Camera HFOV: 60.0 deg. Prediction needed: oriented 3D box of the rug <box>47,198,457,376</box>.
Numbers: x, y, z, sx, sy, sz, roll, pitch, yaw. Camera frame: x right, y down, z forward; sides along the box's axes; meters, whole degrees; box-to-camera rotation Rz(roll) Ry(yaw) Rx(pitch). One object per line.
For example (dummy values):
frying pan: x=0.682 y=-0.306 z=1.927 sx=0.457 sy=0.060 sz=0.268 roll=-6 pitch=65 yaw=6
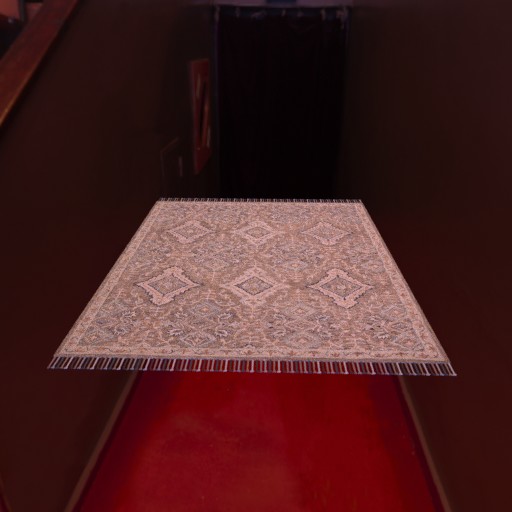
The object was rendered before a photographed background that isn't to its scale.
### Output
rug: x=0.000 y=0.000 z=3.981 sx=2.437 sy=0.010 sz=3.056 roll=1 pitch=27 yaw=1
